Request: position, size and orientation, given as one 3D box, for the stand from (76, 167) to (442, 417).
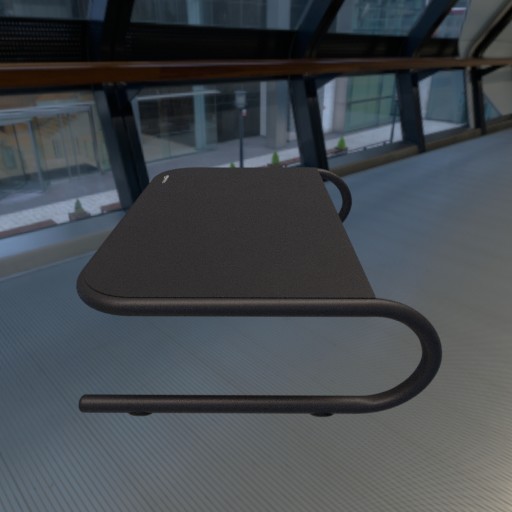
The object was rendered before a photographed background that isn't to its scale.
[{"bbox_3d":[0.000,0.000,0.494,0.280,0.108,0.370,0,26,0],"label":"stand"}]
